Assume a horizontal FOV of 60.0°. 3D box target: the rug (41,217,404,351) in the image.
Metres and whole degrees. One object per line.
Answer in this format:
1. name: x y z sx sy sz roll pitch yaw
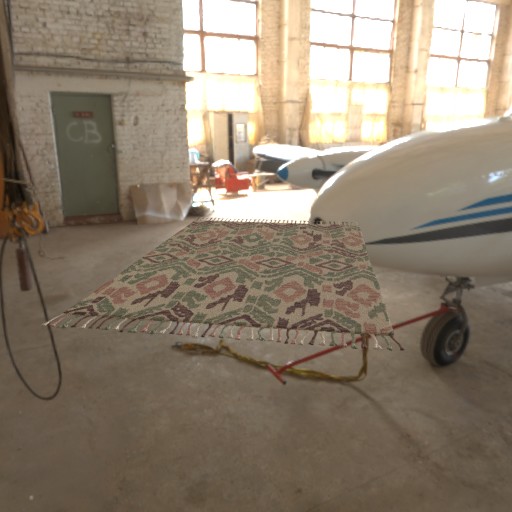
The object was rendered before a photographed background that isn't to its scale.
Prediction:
1. rug: 0.000 0.000 2.959 1.524 0.011 2.438 2 16 8
